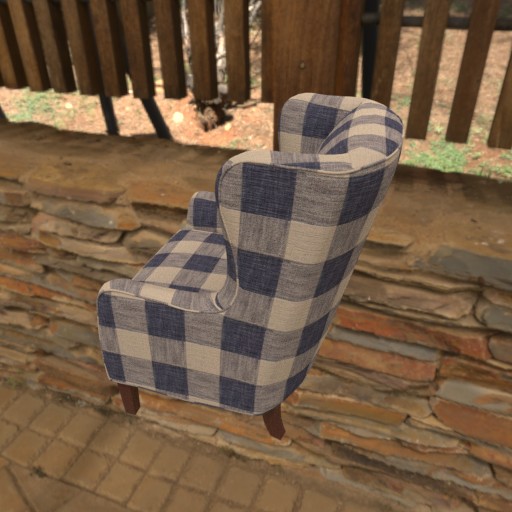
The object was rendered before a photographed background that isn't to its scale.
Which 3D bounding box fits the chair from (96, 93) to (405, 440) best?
[{"bbox_3d":[0.000,0.000,1.630,0.889,1.041,0.830,8,31,13],"label":"chair"}]
